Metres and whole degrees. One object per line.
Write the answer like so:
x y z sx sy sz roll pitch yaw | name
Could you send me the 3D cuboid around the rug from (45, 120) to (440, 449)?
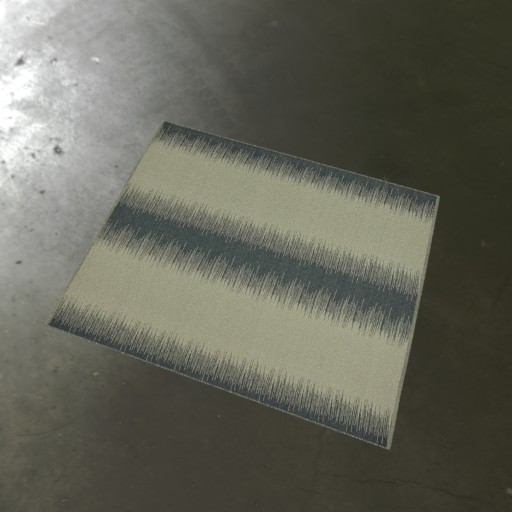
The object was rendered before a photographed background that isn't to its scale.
0.000 0.000 4.117 3.037 0.004 2.453 17 65 8 | rug
